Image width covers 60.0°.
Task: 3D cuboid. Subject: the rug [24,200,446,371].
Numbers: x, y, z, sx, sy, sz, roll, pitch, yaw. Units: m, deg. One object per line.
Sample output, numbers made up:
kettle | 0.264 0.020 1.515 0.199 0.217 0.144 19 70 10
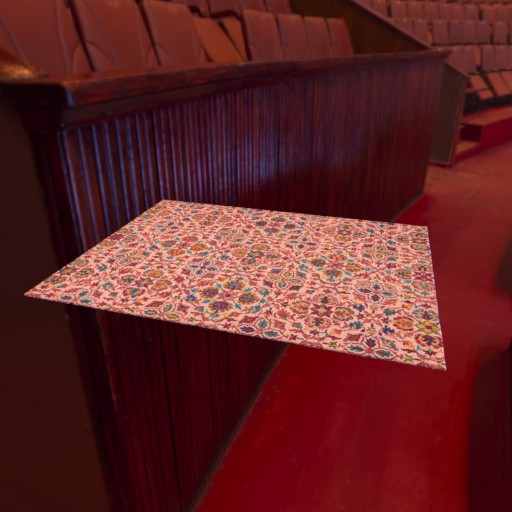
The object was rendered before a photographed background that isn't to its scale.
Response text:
rug | 0.000 0.000 4.242 3.215 0.020 2.446 7 27 15
